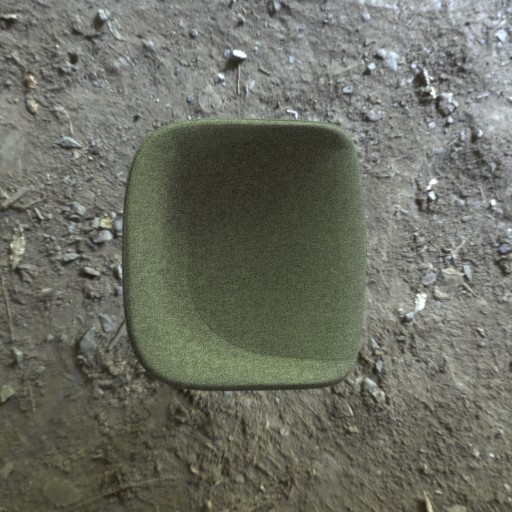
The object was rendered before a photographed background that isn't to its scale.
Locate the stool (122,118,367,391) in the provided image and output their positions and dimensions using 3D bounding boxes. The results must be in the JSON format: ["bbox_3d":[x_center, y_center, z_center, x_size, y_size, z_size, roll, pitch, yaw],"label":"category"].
[{"bbox_3d":[0.000,0.000,1.102,0.480,0.814,0.469,0,90,0],"label":"stool"}]
